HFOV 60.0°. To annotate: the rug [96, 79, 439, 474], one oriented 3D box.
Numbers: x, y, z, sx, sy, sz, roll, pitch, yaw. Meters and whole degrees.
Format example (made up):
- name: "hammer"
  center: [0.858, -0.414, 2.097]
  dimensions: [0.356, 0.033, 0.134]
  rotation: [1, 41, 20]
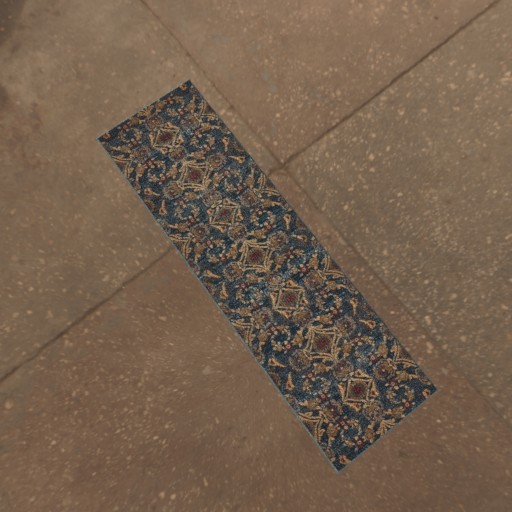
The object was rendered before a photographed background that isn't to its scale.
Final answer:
- name: "rug"
  center: [0.000, 0.000, 2.478]
  dimensions: [0.685, 0.014, 2.292]
  rotation: [-36, 79, -8]
